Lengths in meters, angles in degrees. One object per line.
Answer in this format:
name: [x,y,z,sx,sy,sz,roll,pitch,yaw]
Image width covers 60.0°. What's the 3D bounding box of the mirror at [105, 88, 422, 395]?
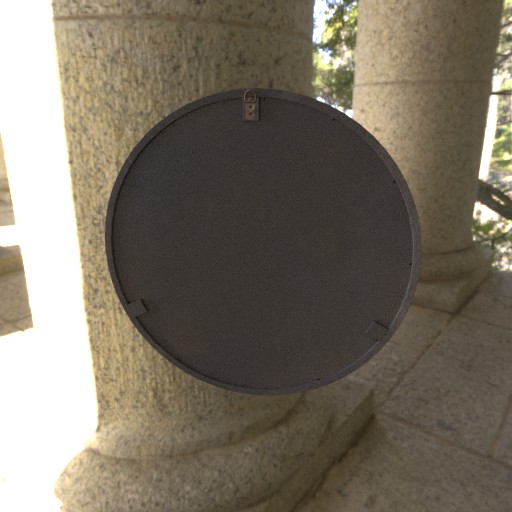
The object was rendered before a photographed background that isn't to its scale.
mirror: [0.000,0.000,1.004,0.710,0.710,0.038,3,18,8]
